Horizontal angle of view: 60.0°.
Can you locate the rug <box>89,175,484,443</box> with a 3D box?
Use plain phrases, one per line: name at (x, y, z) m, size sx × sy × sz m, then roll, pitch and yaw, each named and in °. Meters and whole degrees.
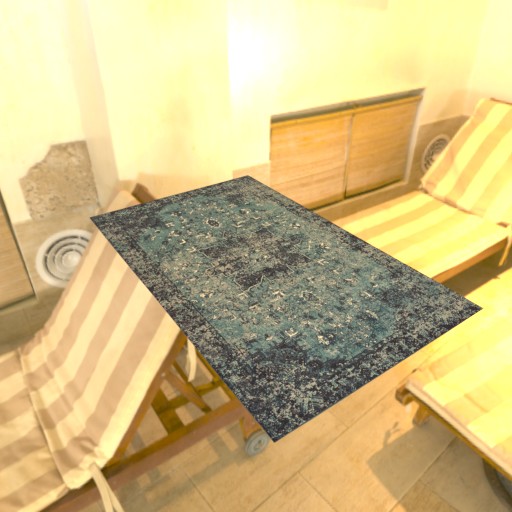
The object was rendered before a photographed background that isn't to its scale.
rug at (0.000, 0.000, 3.043) m, size 1.525 × 0.007 × 2.440 m, roll -21°, pitch 38°, yaw -29°
